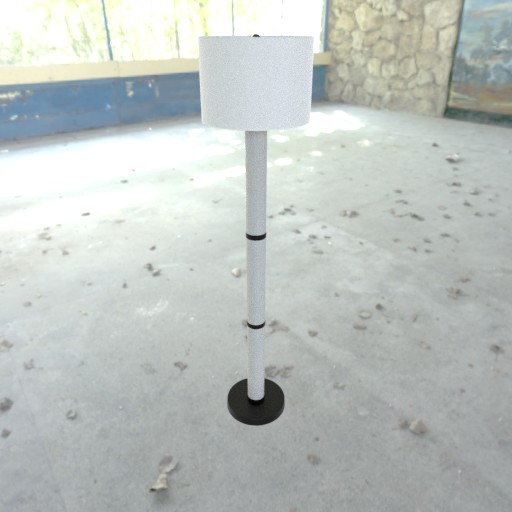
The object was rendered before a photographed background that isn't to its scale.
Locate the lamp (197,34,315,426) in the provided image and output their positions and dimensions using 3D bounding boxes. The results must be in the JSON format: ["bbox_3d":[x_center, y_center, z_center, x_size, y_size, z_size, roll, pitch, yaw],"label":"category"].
[{"bbox_3d":[0.000,0.000,1.785,0.377,1.599,0.377,-18,32,-31],"label":"lamp"}]
